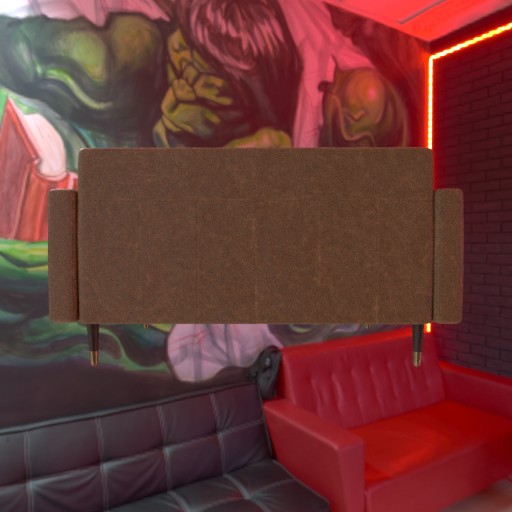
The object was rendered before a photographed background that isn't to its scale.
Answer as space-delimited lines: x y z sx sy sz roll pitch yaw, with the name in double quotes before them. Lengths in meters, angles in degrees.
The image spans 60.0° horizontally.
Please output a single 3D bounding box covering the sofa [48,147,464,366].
"sofa" 0.000 0.000 2.085 1.549 0.820 0.960 0 1 1
